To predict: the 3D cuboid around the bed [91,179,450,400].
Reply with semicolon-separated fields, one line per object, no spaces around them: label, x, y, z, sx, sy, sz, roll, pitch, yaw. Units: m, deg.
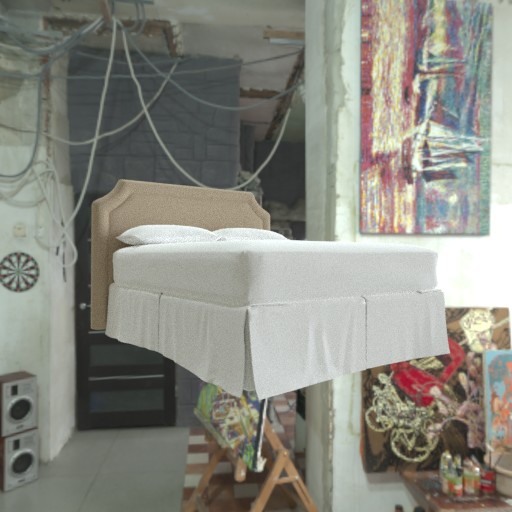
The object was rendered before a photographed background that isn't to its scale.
bed;0.000;0.000;3.329;1.828;1.301;2.204;0;0;-36
